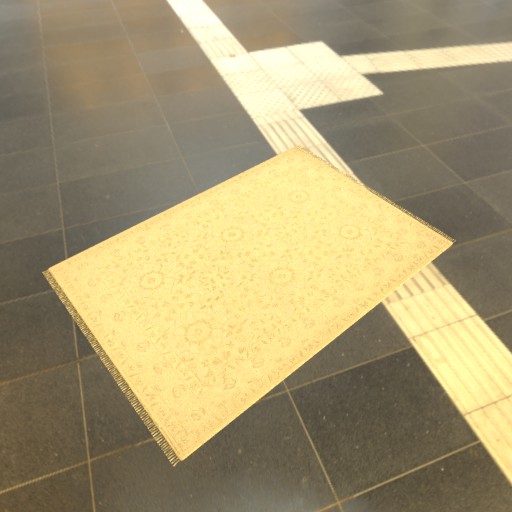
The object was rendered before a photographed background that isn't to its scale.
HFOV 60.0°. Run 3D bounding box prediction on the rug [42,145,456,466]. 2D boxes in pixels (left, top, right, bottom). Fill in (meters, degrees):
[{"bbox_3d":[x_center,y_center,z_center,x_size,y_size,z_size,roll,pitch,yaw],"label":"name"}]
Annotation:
[{"bbox_3d":[0.000,0.000,2.871,2.233,0.011,1.514,-31,54,-26],"label":"rug"}]
